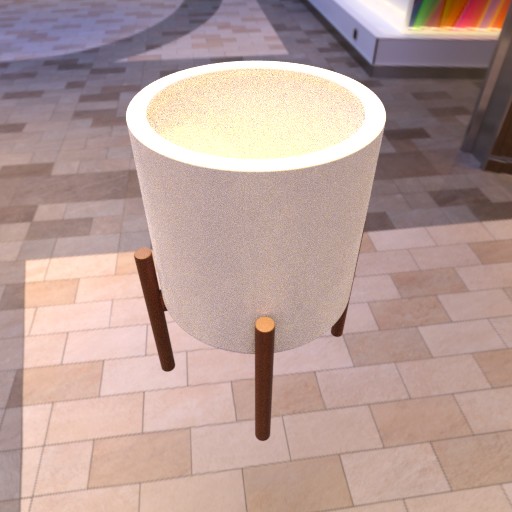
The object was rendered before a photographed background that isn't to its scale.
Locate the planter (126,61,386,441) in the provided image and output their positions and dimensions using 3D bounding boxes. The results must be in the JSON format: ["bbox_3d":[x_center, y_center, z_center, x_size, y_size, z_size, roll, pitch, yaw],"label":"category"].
[{"bbox_3d":[0.000,0.000,0.950,0.417,0.670,0.417,26,48,26],"label":"planter"}]
